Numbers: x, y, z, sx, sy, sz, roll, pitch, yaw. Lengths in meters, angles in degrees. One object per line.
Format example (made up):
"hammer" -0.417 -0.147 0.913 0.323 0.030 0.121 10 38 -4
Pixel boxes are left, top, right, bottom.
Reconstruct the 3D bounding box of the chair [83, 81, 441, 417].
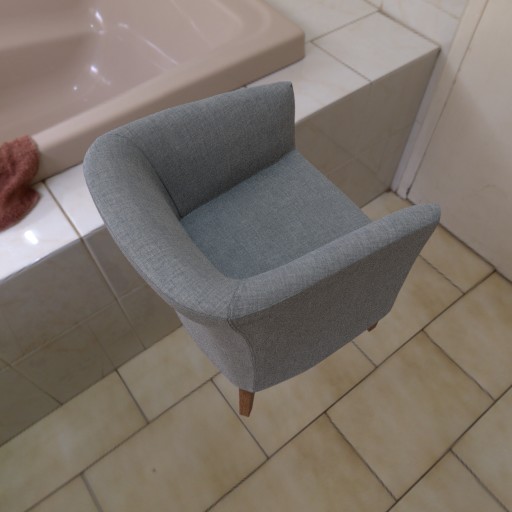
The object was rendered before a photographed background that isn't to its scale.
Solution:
"chair" 0.000 0.000 1.247 0.668 0.771 0.600 -30 62 -18
